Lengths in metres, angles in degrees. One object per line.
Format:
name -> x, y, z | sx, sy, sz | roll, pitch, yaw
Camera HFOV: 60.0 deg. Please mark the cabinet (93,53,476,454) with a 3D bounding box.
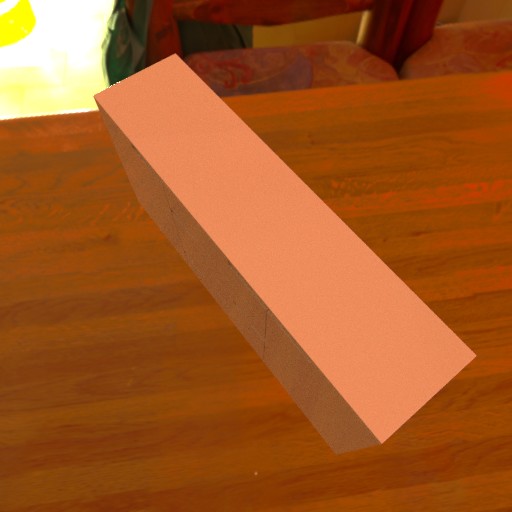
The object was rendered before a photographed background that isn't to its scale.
cabinet -> 0.000, 0.000, 1.925 | 0.400, 0.800, 1.650 | -35, 69, -16
